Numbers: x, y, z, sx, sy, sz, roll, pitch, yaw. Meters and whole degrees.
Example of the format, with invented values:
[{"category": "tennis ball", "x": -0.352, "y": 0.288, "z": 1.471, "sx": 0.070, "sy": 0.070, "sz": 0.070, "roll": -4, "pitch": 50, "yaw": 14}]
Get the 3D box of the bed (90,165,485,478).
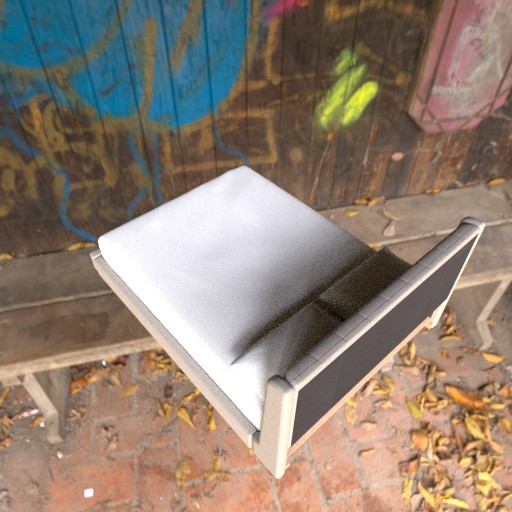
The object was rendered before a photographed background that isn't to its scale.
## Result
[{"category": "bed", "x": 0.000, "y": 0.000, "z": 3.199, "sx": 1.656, "sy": 1.147, "sz": 2.232, "roll": -32, "pitch": 54, "yaw": -28}]
